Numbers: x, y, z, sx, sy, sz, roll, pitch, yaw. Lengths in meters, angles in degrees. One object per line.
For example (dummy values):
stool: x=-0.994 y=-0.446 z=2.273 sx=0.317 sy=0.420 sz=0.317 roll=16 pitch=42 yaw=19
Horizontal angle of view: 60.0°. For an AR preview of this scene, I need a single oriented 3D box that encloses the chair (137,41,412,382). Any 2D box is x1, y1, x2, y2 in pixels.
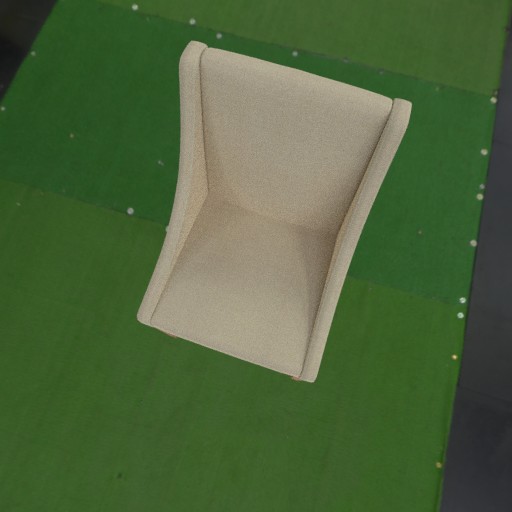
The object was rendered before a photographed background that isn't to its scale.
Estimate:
chair: x=0.000 y=0.000 z=1.386 sx=0.575 sy=1.021 sz=0.611 roll=18 pitch=74 yaw=6
